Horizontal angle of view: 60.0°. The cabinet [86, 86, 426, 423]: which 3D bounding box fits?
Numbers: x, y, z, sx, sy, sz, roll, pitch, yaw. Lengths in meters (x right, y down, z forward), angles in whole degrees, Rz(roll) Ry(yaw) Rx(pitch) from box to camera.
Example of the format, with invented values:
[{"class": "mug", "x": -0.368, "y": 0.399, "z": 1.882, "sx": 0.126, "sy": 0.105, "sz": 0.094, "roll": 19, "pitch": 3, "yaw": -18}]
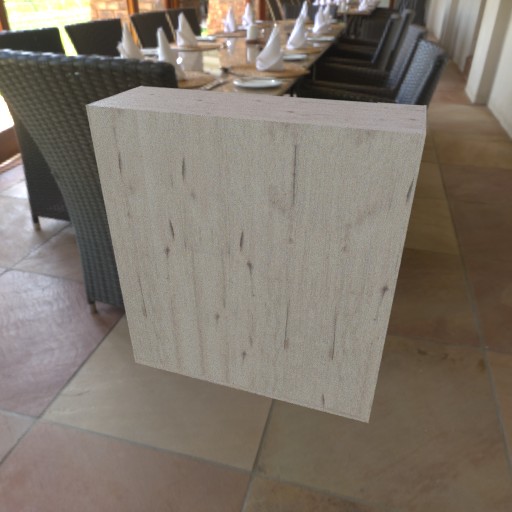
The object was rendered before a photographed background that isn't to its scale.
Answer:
[{"class": "cabinet", "x": 0.000, "y": 0.000, "z": 3.305, "sx": 2.000, "sy": 2.180, "sz": 0.660, "roll": 10, "pitch": 33, "yaw": 16}]
